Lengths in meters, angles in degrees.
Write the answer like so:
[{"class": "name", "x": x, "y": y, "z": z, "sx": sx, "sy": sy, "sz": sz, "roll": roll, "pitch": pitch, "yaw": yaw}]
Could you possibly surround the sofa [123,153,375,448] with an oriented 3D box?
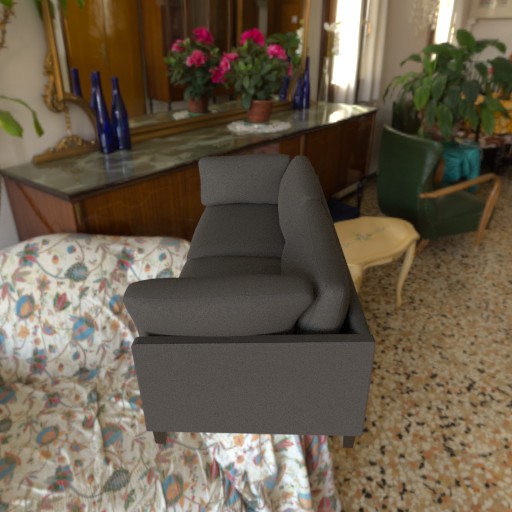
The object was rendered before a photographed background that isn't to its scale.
[{"class": "sofa", "x": 0.000, "y": 0.000, "z": 2.765, "sx": 0.969, "sy": 0.792, "sz": 2.312, "roll": 1, "pitch": 26, "yaw": 1}]
